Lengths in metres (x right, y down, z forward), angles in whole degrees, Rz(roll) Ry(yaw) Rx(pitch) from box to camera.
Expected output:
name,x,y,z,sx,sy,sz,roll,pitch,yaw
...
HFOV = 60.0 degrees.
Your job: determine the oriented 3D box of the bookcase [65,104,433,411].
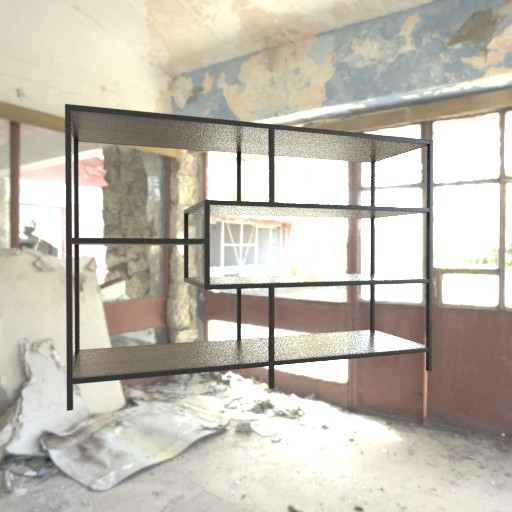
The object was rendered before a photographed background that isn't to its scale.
name,x,y,z,sx,sy,sz,roll,pitch,yaw
bookcase,0.000,0.000,1.474,1.140,0.780,0.350,0,1,-19
